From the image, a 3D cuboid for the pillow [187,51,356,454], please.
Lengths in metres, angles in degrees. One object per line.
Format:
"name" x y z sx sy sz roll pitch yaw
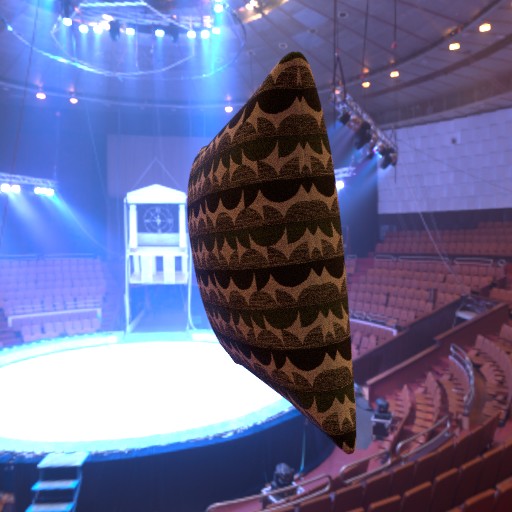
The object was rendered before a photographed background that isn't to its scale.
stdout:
"pillow" 0.000 0.000 0.629 0.180 0.404 0.419 0 0 -19
